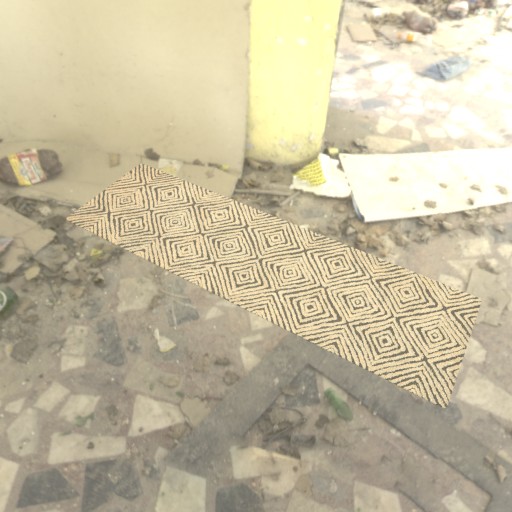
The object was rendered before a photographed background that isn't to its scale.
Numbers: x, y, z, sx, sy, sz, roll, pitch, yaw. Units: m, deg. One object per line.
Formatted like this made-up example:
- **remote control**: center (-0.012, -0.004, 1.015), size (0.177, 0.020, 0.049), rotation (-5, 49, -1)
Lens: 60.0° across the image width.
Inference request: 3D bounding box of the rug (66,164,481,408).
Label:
- **rug**: center (0.000, 0.000, 2.460), size (2.277, 0.008, 0.676), rotation (24, 51, 21)
